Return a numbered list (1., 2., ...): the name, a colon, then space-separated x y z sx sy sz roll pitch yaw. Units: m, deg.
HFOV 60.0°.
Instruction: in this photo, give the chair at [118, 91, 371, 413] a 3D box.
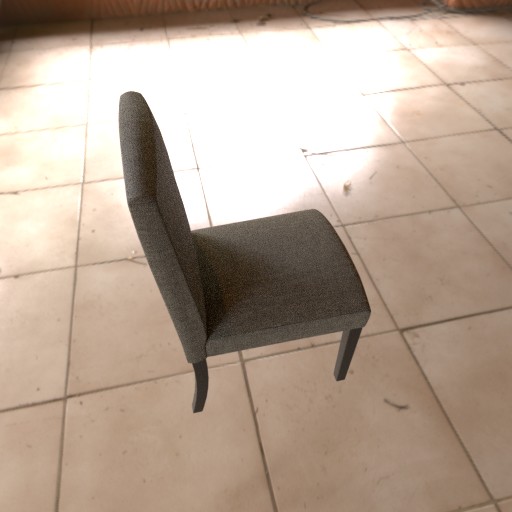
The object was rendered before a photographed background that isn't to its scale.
1. chair: 0.000 0.000 1.279 0.580 0.917 0.451 -10 47 -10
